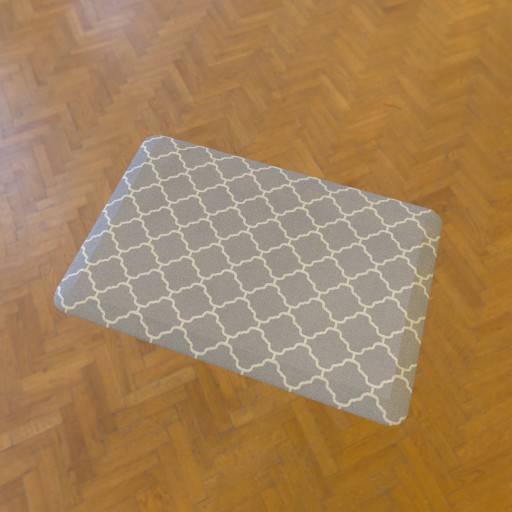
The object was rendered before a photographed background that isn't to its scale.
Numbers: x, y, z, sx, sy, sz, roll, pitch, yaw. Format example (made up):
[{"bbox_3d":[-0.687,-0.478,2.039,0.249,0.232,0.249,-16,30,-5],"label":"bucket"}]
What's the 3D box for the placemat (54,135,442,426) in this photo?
[{"bbox_3d":[0.000,0.000,0.984,0.762,0.021,0.508,17,65,8],"label":"placemat"}]
